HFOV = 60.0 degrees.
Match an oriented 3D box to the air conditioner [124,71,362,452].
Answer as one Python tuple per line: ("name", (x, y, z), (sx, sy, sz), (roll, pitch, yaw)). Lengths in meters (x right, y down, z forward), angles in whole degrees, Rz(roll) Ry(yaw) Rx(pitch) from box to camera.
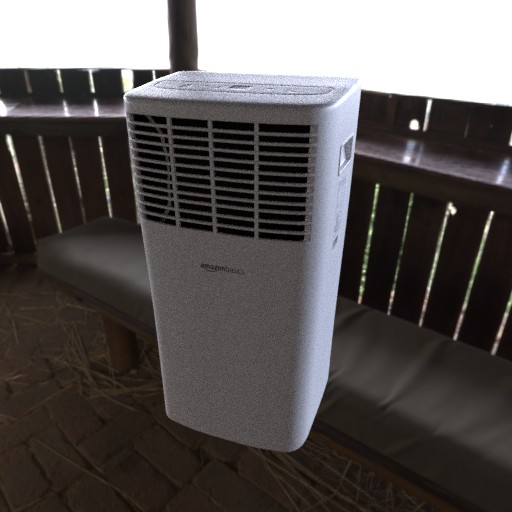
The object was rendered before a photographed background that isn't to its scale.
("air conditioner", (0.000, 0.000, 0.803), (0.304, 0.606, 0.349), (9, 29, 17))
